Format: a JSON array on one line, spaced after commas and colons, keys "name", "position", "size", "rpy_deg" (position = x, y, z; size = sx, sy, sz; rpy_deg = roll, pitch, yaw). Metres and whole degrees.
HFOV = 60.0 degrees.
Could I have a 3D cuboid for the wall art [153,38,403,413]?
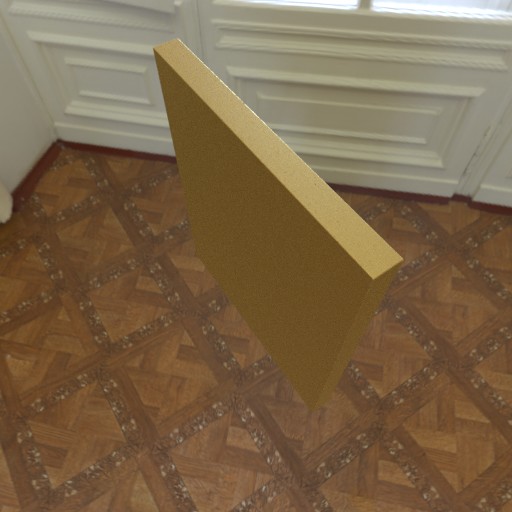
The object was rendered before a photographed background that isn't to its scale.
[{"name": "wall art", "position": [0.000, 0.000, 0.897], "size": [0.048, 0.642, 0.537], "rpy_deg": [-30, 63, -18]}]
